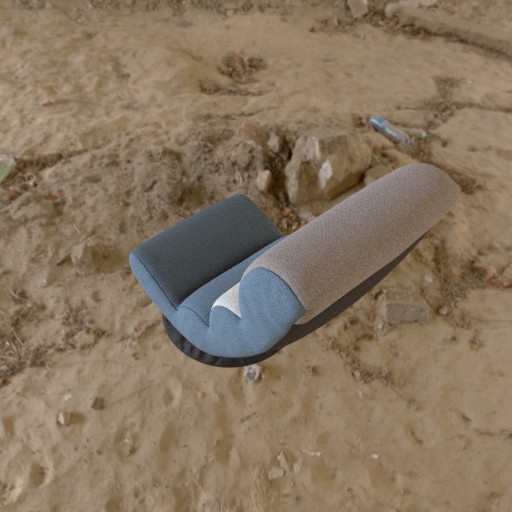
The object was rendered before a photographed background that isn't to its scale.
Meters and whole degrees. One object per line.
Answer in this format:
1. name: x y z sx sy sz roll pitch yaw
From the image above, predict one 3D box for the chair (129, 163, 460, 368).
1. chair: 0.000 0.000 1.049 0.420 0.641 0.661 -32 55 -26
